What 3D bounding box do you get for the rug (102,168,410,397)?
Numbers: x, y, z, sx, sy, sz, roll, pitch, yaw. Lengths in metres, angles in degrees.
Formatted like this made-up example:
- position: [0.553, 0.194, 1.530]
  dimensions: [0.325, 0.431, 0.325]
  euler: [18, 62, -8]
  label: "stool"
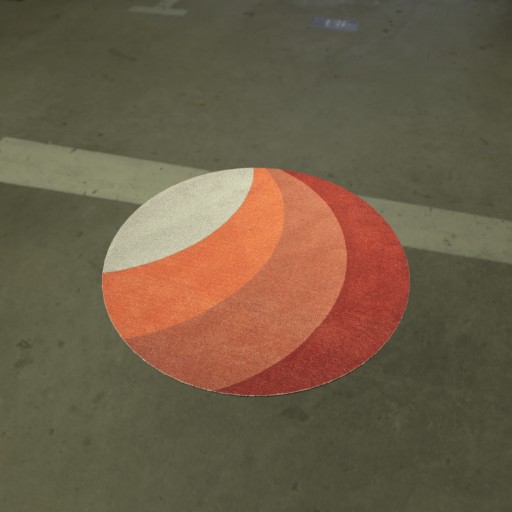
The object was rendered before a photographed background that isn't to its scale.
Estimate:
- position: [0.000, 0.000, 2.242]
  dimensions: [1.514, 0.015, 1.514]
  euler: [0, 46, 0]
  label: "rug"
